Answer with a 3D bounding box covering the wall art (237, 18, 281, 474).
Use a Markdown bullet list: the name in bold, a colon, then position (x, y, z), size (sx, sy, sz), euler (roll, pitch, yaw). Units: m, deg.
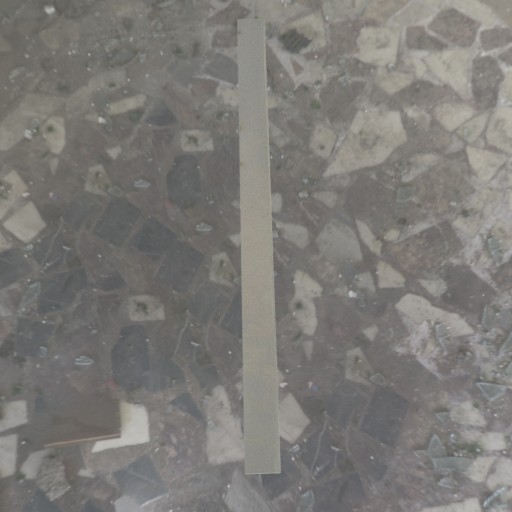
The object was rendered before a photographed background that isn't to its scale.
- **wall art**: position (0.000, 0.000, 0.763), size (0.041, 0.407, 0.606), euler (-1, 75, 0)
